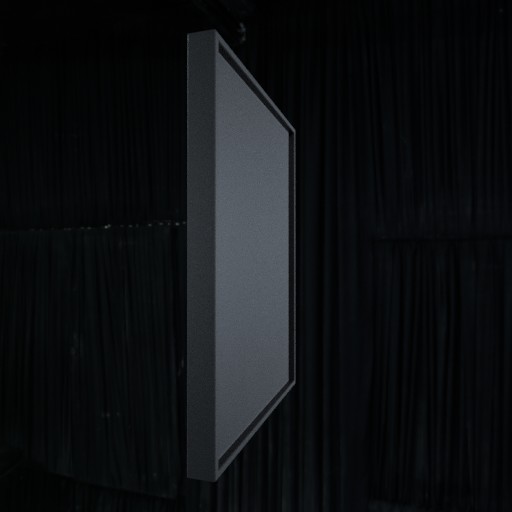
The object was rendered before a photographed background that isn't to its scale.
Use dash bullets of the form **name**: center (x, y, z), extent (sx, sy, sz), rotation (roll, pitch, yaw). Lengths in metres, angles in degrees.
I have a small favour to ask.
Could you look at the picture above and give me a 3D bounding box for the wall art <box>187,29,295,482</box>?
- **wall art**: center (0.000, 0.000, 0.762), extent (0.039, 0.555, 0.449), rotation (0, 0, 18)
